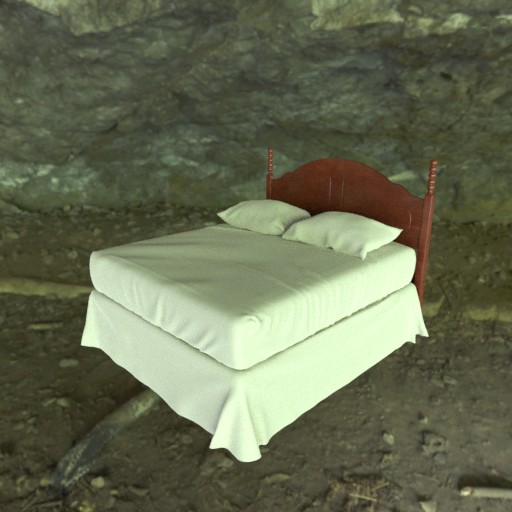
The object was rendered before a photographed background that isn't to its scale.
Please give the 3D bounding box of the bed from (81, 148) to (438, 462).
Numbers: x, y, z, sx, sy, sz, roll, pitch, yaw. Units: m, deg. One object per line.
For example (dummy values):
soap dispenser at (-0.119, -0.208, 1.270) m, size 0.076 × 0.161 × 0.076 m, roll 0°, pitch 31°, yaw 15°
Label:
bed at (0.000, 0.000, 3.213) m, size 2.040 × 1.356 × 1.873 m, roll -16°, pitch 24°, yaw -42°
